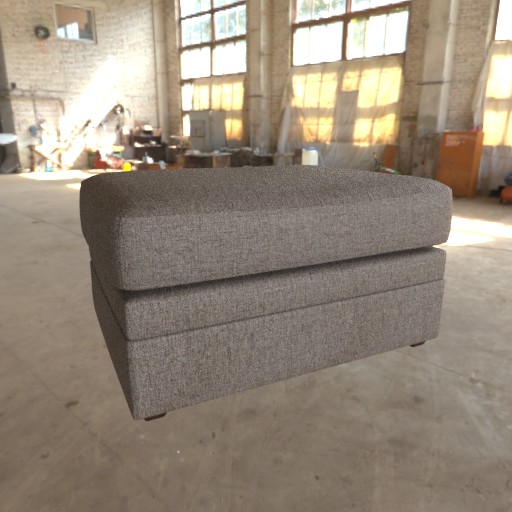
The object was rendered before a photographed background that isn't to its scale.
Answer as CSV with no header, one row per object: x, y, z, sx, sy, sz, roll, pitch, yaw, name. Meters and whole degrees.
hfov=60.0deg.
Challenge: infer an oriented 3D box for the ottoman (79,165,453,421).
0.000,0.000,1.260,0.885,0.478,0.637,-8,18,-25,ottoman
